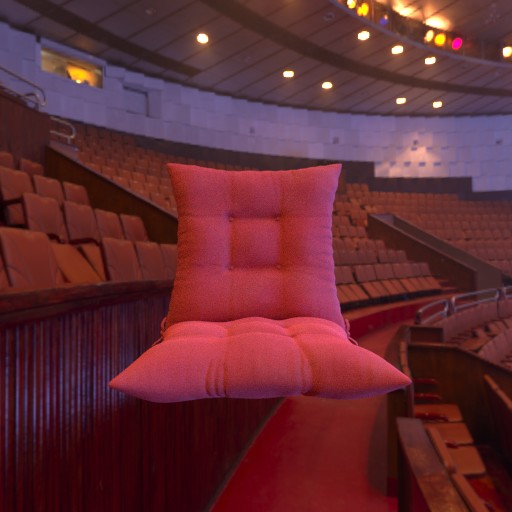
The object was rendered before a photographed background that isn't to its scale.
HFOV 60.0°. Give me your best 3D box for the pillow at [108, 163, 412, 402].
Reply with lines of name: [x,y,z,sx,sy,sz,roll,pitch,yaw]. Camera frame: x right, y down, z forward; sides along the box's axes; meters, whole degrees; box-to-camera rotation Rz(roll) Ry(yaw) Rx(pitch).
pillow: [0.000,0.000,1.021,0.541,0.536,0.585,0,-1,-1]
